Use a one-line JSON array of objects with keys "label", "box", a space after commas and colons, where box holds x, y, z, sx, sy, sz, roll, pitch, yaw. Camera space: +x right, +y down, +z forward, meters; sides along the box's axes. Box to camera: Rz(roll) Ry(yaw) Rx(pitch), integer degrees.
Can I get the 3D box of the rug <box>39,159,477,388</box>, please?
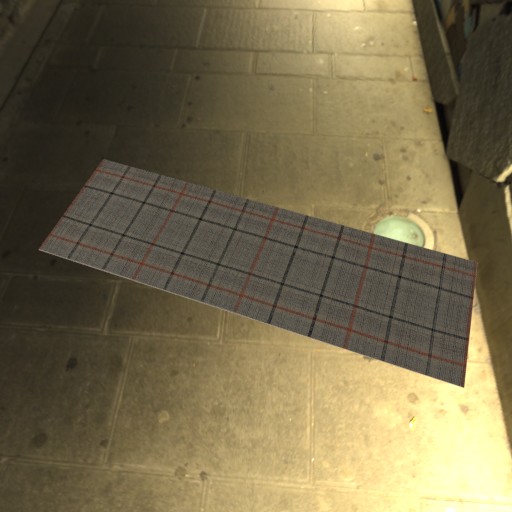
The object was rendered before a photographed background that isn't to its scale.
[{"label": "rug", "box": [0.000, 0.000, 2.581, 2.439, 0.008, 0.762, 17, 60, 10]}]
